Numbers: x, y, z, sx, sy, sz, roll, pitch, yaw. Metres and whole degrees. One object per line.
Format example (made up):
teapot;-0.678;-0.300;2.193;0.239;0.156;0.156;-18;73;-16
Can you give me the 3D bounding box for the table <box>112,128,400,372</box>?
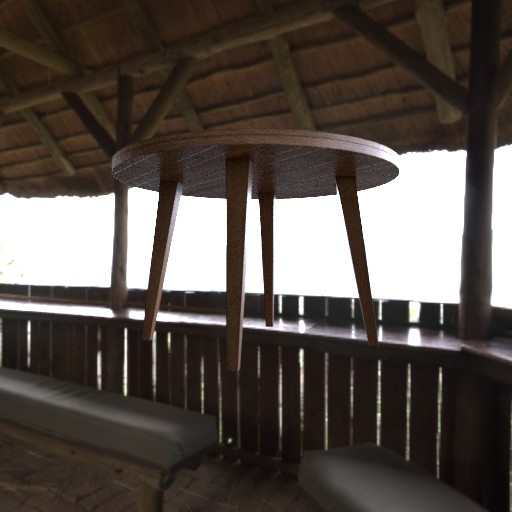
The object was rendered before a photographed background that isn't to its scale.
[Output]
table;0.000;0.000;1.956;1.213;0.764;1.213;0;-1;0
